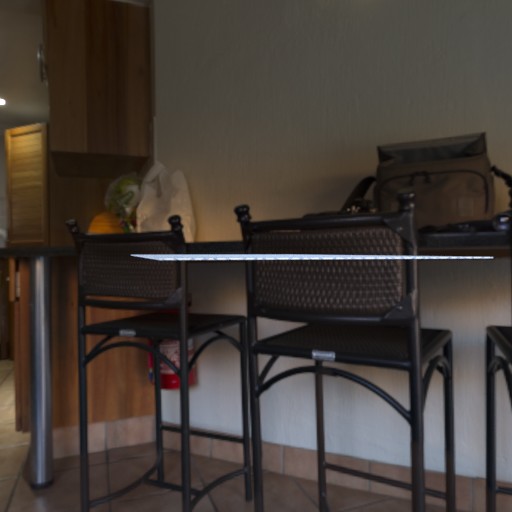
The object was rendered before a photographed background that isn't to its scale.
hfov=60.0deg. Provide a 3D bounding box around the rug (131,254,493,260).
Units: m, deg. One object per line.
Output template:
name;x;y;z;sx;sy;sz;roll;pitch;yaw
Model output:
rug;0.000;0.000;2.983;1.526;0.008;2.441;0;1;-18
